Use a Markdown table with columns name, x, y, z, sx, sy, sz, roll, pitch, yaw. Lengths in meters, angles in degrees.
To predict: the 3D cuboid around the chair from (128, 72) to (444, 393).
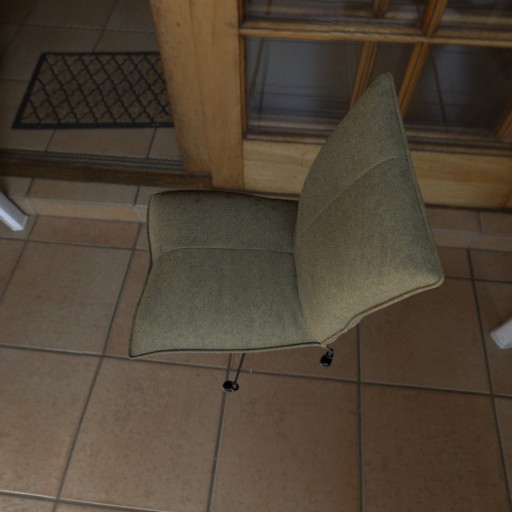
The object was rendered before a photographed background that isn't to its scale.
| name | x | y | z | sx | sy | sz | roll | pitch | yaw |
| --- | --- | --- | --- | --- | --- | --- | --- | --- | --- |
| chair | 0.000 | 0.000 | 1.278 | 0.696 | 0.811 | 0.597 | 0 | 59 | 0 |
